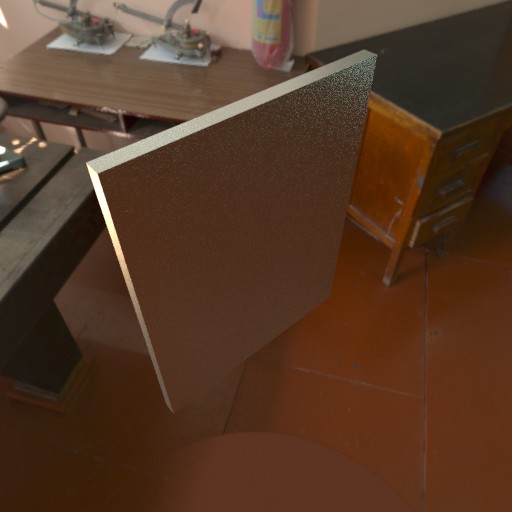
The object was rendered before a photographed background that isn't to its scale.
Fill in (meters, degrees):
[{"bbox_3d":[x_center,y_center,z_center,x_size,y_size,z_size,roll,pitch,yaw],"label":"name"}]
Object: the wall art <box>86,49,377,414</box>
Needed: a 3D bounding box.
[{"bbox_3d":[0.000,0.000,0.761,0.444,0.569,0.025,-32,54,-26],"label":"wall art"}]
